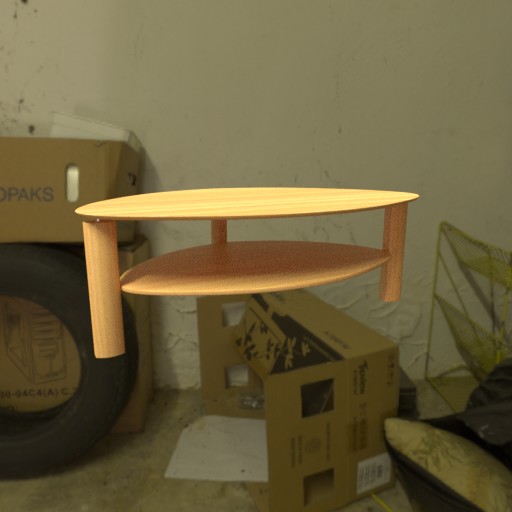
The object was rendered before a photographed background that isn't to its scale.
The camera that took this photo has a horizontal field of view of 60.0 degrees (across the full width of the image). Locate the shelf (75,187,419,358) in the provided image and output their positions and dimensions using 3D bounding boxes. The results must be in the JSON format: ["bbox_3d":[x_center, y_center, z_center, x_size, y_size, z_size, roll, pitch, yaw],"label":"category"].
[{"bbox_3d":[0.000,0.000,1.661,1.246,0.440,0.845,-7,15,-26],"label":"shelf"}]
